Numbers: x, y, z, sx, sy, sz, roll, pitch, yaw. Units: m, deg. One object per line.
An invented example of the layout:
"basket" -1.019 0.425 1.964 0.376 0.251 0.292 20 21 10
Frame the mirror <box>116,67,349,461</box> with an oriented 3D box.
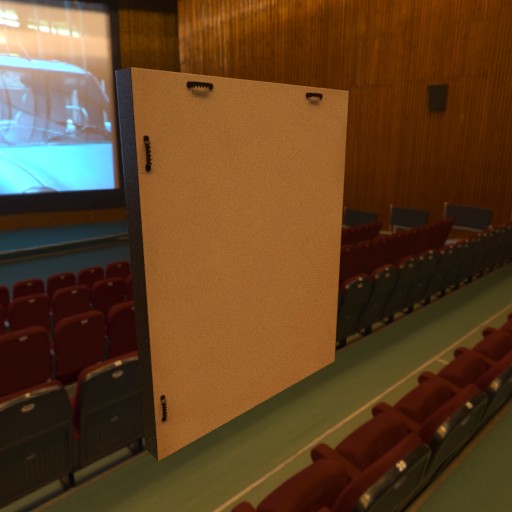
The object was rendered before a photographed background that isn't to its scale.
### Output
"mirror" 0.000 0.000 0.693 0.405 0.508 0.041 -14 21 -42
